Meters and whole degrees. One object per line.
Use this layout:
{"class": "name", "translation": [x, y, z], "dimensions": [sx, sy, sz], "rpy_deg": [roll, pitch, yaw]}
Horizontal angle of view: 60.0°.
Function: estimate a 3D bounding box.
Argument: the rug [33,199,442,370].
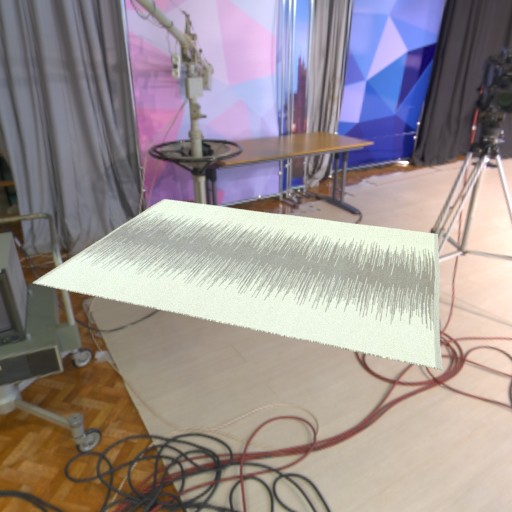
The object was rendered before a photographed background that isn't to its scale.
{"class": "rug", "translation": [0.000, 0.000, 2.330], "dimensions": [1.815, 0.007, 1.226], "rpy_deg": [9, 28, 17]}
